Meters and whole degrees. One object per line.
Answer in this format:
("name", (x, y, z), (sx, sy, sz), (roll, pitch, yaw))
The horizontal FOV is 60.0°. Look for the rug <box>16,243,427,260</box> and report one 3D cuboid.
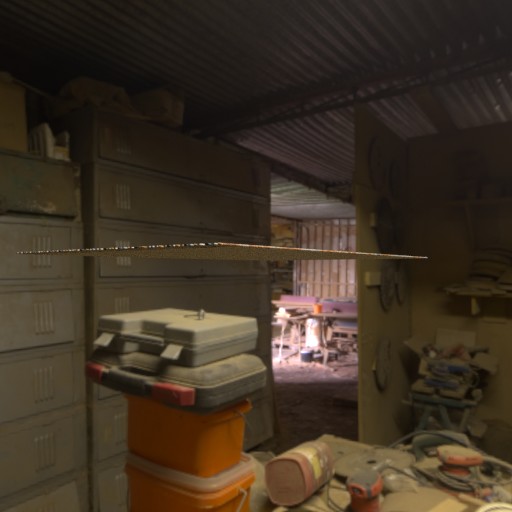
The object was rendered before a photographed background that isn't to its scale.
("rug", (0.000, 0.000, 2.970), (1.533, 0.010, 2.428), (-1, -2, 37))
